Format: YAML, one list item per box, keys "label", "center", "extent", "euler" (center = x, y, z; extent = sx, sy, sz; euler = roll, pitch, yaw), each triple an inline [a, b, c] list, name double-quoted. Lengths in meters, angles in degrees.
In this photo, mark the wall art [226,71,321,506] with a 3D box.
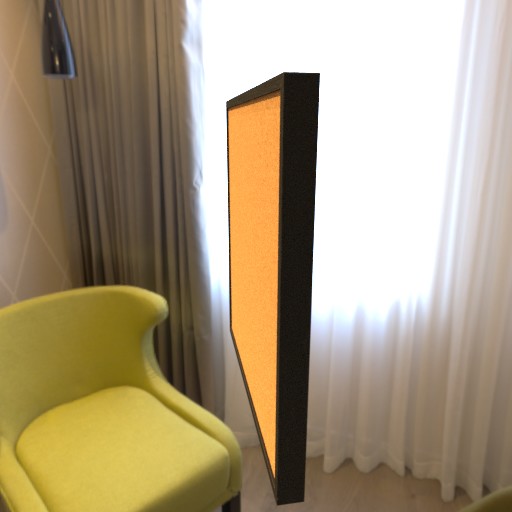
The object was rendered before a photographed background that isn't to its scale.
- label: "wall art"
  center: [0.000, 0.000, 0.727]
  extent: [0.036, 0.506, 0.506]
  euler: [-3, 16, -10]
